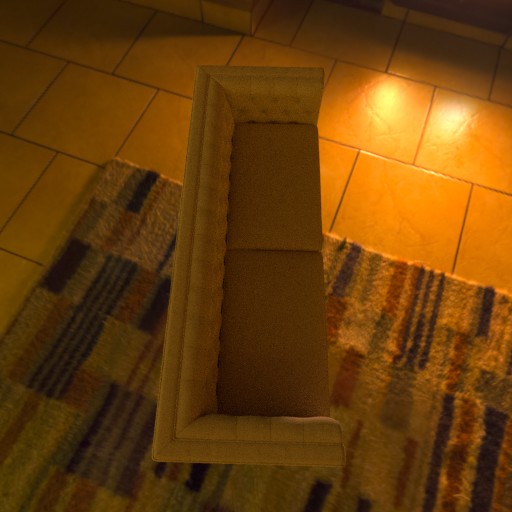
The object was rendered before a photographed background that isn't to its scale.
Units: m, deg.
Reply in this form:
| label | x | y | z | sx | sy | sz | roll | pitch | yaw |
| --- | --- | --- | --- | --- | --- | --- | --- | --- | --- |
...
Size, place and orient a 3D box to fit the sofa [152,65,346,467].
| label | x | y | z | sx | sy | sz | roll | pitch | yaw |
| --- | --- | --- | --- | --- | --- | --- | --- | --- | --- |
| sofa | 0.000 | 0.000 | 2.535 | 0.775 | 0.762 | 2.159 | 1 | 65 | 1 |
